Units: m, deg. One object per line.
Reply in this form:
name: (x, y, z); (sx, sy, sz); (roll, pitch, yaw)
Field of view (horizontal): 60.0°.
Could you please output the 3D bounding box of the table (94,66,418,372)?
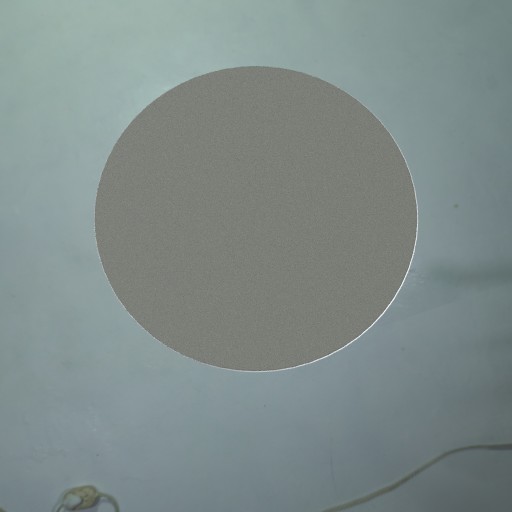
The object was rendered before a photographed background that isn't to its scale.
table: (0.000, 0.000, 0.832); (0.418, 0.532, 0.418); (-20, 77, -5)
